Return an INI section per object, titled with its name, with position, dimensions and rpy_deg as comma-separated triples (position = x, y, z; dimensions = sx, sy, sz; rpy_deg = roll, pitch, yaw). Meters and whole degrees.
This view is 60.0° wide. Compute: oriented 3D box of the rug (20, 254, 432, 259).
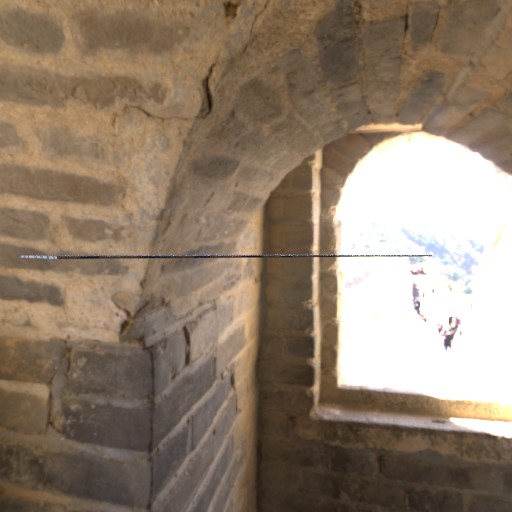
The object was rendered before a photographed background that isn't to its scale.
[rug]
position = 0.000, 0.000, 1.644
dimensions = 1.492, 0.007, 0.503
rpy_deg = 0, 0, -36
